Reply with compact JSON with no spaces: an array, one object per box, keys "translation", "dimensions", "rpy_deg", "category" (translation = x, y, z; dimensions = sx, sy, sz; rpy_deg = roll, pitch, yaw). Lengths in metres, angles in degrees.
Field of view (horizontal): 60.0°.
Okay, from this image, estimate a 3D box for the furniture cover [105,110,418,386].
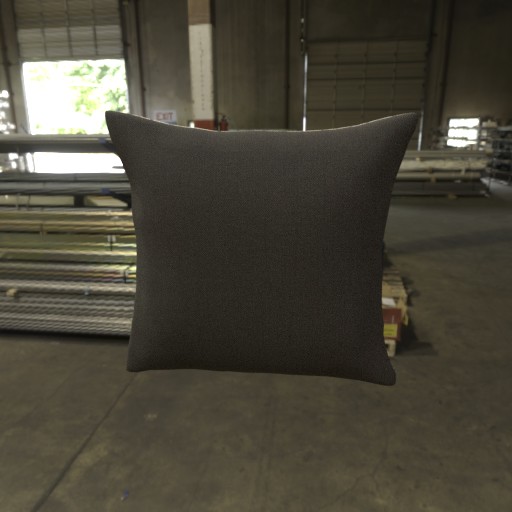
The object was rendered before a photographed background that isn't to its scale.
[{"translation":[0.000,0.000,0.793],"dimensions":[0.525,0.498,0.180],"rpy_deg":[2,16,7],"category":"furniture cover"}]
